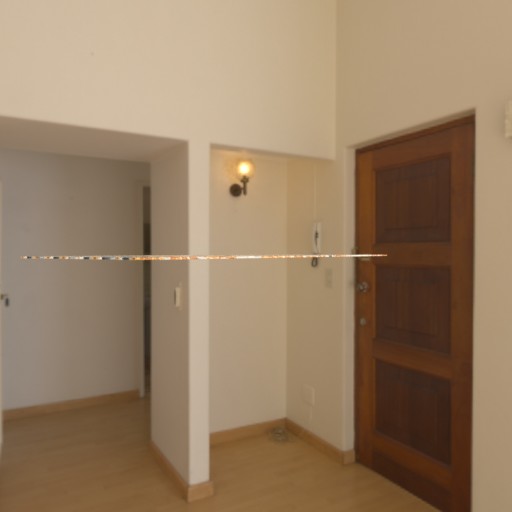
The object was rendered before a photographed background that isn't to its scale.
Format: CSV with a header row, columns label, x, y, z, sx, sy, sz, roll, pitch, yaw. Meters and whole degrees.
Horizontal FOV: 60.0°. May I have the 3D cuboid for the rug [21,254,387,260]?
label,x,y,z,sx,sy,sz,roll,pitch,yaw
rug,0.000,0.000,2.680,0.783,0.010,2.437,0,1,35
